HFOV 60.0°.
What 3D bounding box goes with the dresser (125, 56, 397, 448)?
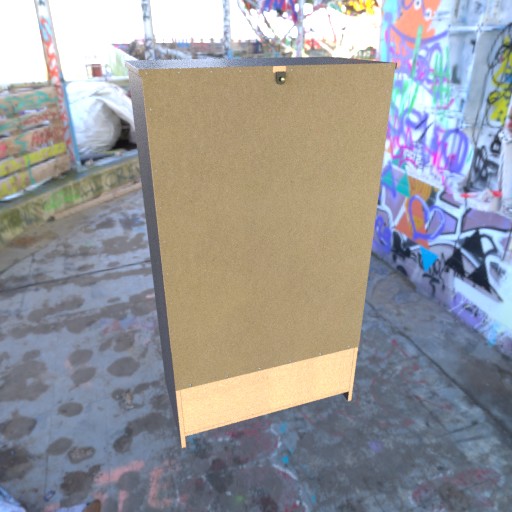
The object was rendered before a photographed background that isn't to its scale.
[{"bbox_3d":[0.000,0.000,1.560,0.704,1.254,0.418,-9,28,-17],"label":"dresser"}]
